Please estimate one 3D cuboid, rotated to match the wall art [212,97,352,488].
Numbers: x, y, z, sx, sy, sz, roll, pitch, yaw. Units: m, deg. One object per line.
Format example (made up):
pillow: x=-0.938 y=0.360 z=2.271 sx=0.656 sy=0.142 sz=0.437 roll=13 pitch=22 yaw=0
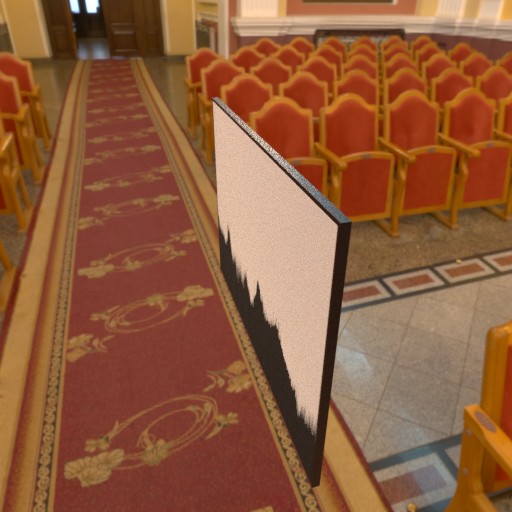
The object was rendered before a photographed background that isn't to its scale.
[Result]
wall art: x=0.000 y=0.000 z=1.222 sx=0.019 sy=0.660 sz=0.957 roll=-8 pitch=32 yaw=-14
